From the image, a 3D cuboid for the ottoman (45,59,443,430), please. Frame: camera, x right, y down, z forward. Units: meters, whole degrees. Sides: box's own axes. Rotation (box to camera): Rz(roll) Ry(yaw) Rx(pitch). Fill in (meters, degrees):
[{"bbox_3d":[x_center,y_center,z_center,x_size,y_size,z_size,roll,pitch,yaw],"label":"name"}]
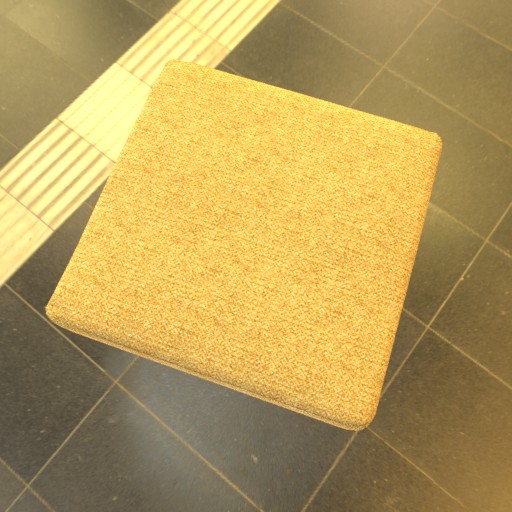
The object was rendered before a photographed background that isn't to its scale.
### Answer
[{"bbox_3d":[0.000,0.000,0.882,0.512,0.441,0.505,18,74,5],"label":"ottoman"}]
